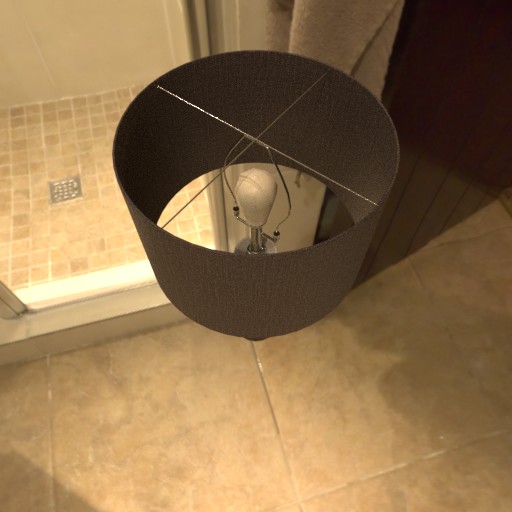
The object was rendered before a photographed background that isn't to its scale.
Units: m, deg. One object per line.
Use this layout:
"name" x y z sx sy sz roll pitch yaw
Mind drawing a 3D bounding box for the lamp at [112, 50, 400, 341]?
"lamp" 0.000 0.000 0.680 0.303 0.488 0.303 0 58 0
